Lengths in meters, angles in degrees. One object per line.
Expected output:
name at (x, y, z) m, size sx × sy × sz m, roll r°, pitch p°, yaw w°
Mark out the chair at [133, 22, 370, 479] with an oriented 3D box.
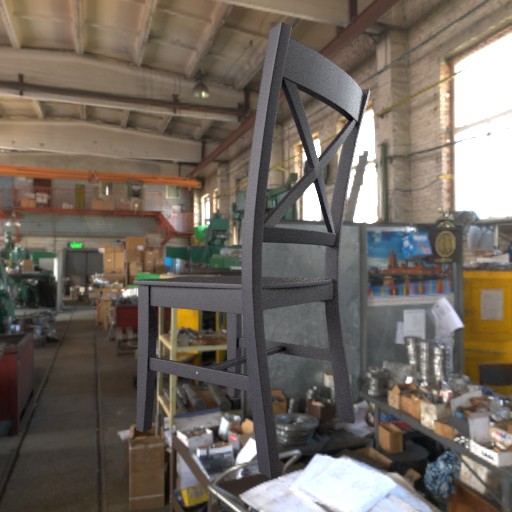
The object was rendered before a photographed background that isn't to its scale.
chair at (0.000, 0.000, 1.273) m, size 0.542 × 0.983 × 0.485 m, roll 0°, pitch -1°, yaw 36°
